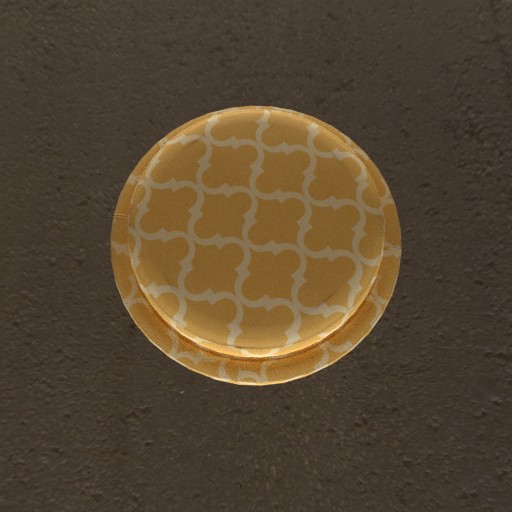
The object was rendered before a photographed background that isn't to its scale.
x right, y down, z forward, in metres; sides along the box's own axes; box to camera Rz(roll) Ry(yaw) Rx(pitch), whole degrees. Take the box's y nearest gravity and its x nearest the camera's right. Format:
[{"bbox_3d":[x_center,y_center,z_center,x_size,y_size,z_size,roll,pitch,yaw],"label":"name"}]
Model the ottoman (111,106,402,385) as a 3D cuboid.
[{"bbox_3d":[0.000,0.000,0.856,0.480,0.429,0.480,0,74,0],"label":"ottoman"}]
